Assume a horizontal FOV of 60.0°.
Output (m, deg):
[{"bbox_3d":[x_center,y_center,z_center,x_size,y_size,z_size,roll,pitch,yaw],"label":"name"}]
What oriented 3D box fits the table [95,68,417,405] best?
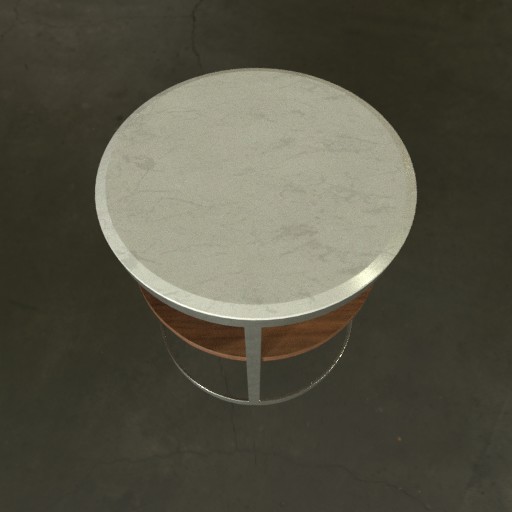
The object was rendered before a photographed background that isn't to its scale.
[{"bbox_3d":[0.000,0.000,0.758,0.407,0.447,0.407,0,60,0],"label":"table"}]
